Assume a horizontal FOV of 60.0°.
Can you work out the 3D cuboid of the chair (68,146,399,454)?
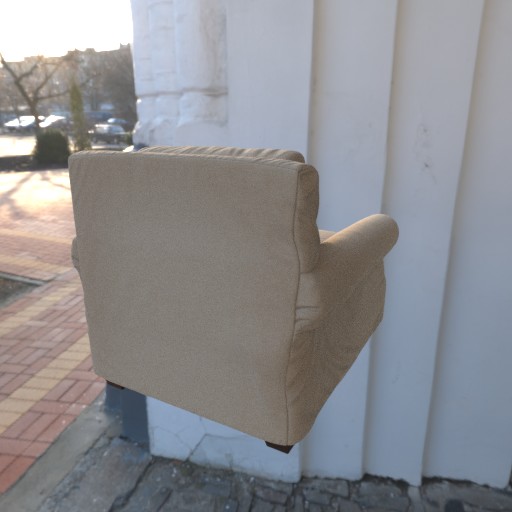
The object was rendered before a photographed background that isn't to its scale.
[{"bbox_3d":[0.000,0.000,1.743,0.940,0.866,1.066,9,19,28],"label":"chair"}]
